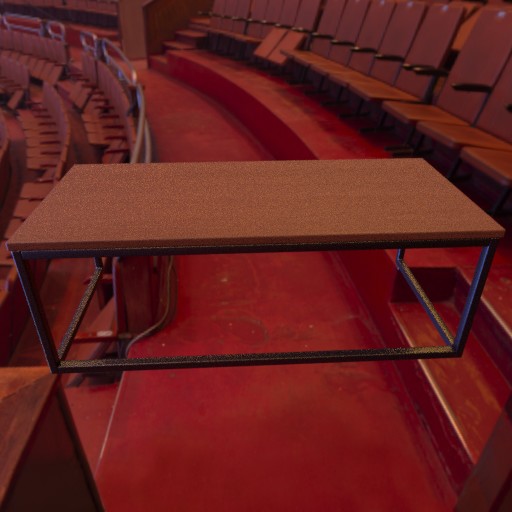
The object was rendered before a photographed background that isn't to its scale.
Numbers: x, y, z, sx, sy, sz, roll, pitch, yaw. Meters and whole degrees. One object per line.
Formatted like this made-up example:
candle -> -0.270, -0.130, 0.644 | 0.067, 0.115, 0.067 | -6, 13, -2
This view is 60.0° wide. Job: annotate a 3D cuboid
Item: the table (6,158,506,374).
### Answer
table -> 0.000, 0.000, 1.288 | 1.100, 0.400, 0.500 | -2, 31, -3
